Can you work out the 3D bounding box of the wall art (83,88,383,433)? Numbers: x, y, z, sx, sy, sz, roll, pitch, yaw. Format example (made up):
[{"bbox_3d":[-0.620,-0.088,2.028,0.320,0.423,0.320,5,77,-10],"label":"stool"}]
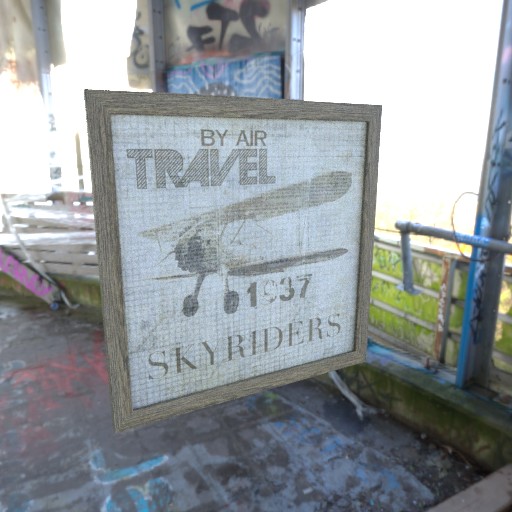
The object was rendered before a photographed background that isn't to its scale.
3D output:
[{"bbox_3d":[0.000,0.000,0.754,0.508,0.508,0.019,-7,16,-27],"label":"wall art"}]
